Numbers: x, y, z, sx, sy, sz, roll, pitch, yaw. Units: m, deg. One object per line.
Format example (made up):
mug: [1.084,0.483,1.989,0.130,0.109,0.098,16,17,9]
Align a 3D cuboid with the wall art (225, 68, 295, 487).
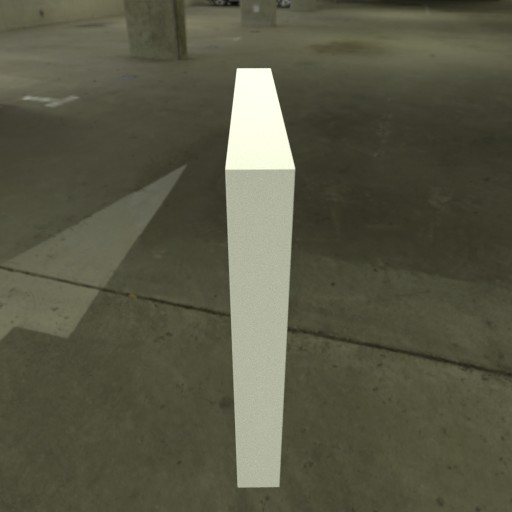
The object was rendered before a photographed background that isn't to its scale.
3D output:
wall art: [0.000,0.000,0.449,0.038,0.305,0.305,0,32,-1]
